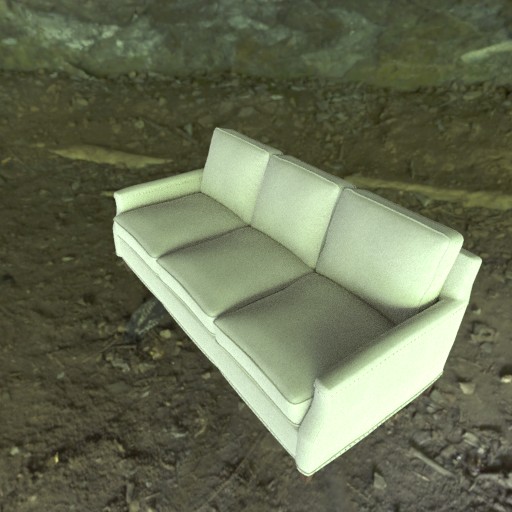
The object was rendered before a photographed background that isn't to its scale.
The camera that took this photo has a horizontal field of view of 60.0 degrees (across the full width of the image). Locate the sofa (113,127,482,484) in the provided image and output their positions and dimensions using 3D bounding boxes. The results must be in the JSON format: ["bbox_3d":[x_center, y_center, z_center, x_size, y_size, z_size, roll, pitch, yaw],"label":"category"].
[{"bbox_3d":[0.000,0.000,2.735,1.084,1.003,2.246,-21,39,-29],"label":"sofa"}]
